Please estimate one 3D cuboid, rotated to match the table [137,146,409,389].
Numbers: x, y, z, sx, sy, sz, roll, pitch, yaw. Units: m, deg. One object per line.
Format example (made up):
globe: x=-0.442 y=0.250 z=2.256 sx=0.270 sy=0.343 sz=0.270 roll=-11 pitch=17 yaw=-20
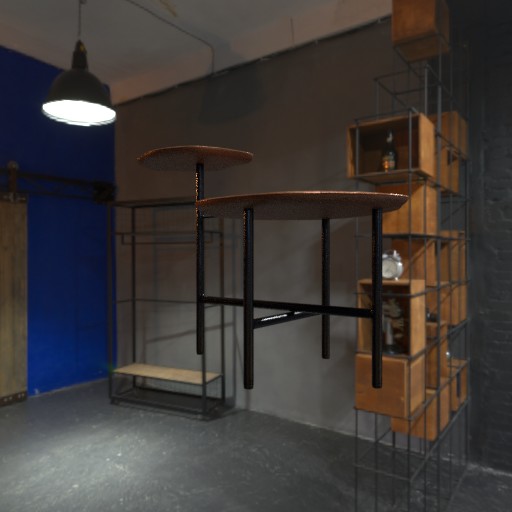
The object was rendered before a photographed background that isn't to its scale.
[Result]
table: x=0.000 y=0.000 z=1.099 sx=0.759 sy=0.538 sz=0.442 roll=0 pitch=0 yaw=38
